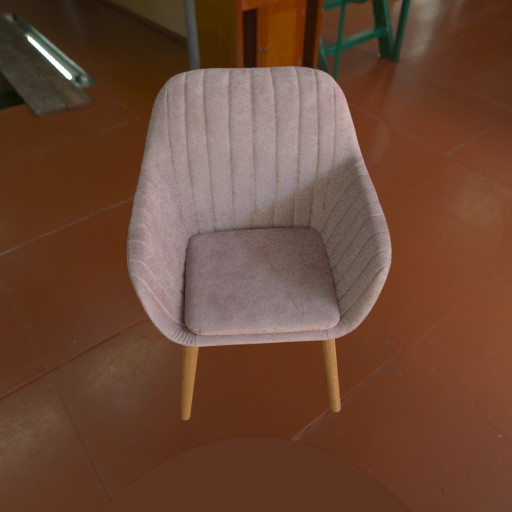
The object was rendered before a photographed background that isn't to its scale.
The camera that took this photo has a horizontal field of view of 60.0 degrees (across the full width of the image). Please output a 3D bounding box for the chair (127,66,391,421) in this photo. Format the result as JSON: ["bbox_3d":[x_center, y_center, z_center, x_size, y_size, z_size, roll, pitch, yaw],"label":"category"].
[{"bbox_3d":[0.000,0.000,1.252,0.610,0.832,0.570,-2,46,-2],"label":"chair"}]
